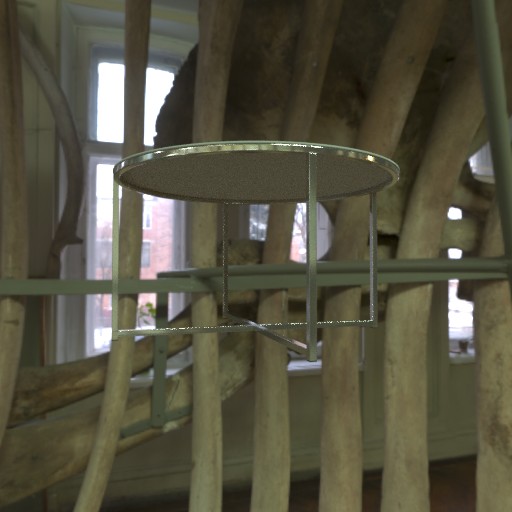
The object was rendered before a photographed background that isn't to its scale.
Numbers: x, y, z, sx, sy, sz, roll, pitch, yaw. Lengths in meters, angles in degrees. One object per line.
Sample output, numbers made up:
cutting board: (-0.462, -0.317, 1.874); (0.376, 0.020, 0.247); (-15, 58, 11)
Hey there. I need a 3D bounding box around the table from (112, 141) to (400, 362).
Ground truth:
table: (0.000, 0.000, 1.292); (0.800, 0.450, 0.800); (0, -1, 0)
